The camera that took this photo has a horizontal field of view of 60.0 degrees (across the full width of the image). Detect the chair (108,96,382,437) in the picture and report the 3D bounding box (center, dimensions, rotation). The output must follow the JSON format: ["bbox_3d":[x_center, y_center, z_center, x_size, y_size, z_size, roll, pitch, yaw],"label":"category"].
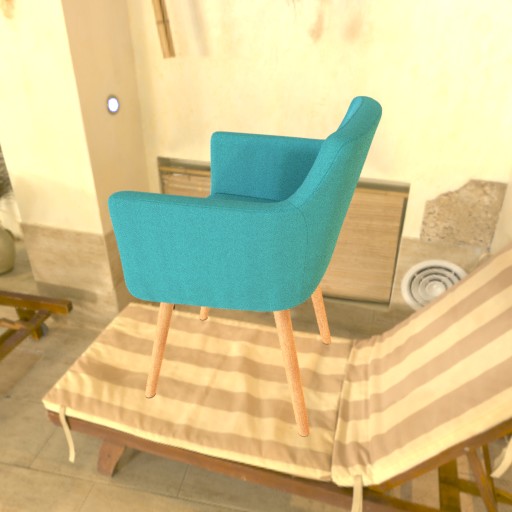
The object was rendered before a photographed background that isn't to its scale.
[{"bbox_3d":[0.000,0.000,1.157,0.540,0.780,0.570,8,30,15],"label":"chair"}]
